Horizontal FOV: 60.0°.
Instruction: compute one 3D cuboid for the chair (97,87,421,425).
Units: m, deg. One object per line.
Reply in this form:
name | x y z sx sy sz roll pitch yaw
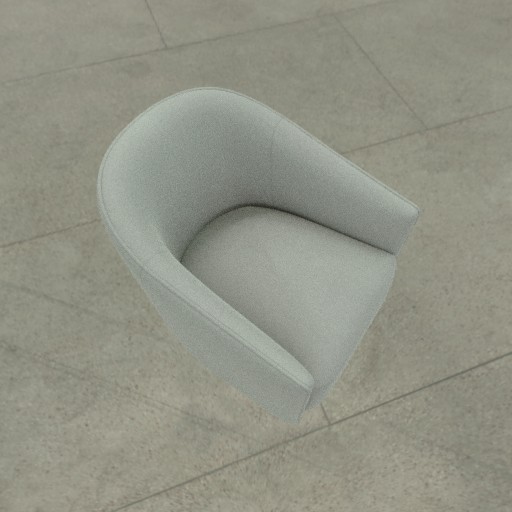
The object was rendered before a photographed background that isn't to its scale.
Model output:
chair | 0.000 0.000 1.524 0.875 0.799 0.747 30 63 17
